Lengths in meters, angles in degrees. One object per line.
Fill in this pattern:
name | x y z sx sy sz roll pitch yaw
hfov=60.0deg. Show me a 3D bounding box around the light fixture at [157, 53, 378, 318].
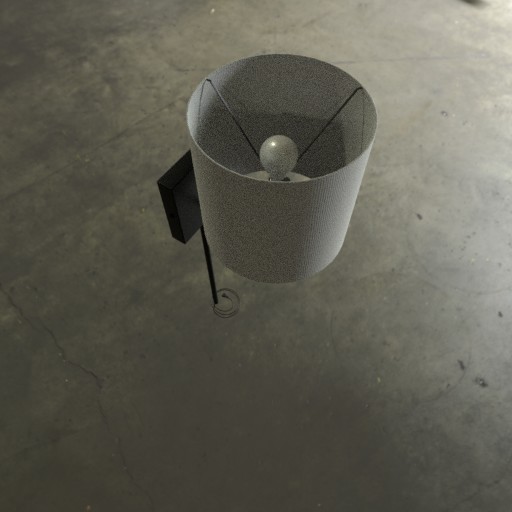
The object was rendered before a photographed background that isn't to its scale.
light fixture | 0.000 0.000 0.694 0.248 0.589 0.188 29 62 17
